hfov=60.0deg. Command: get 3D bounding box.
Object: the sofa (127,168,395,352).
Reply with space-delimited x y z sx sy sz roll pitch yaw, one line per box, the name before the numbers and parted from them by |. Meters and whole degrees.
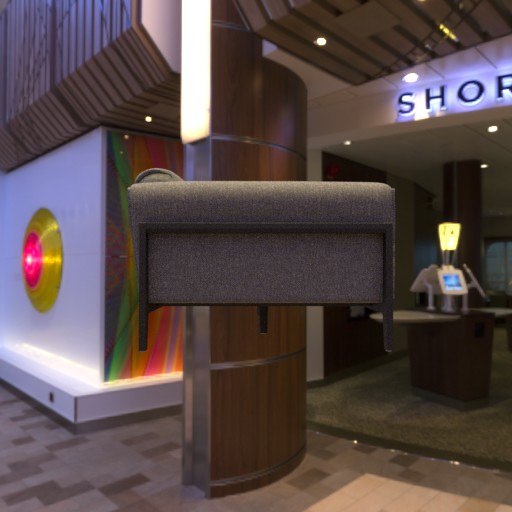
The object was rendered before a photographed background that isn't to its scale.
sofa | 0.000 0.000 2.570 0.985 0.703 2.125 0 -1 -1
